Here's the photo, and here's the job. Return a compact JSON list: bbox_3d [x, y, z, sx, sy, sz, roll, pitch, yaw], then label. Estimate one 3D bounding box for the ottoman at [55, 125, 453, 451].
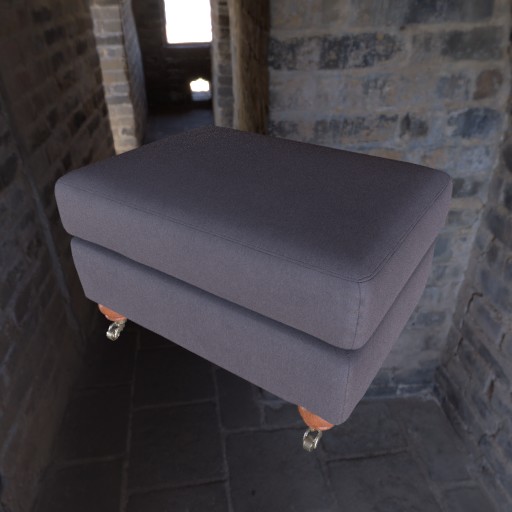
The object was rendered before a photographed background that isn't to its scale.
[{"bbox_3d":[0.000,0.000,1.115,0.773,0.497,0.574,19,36,28],"label":"ottoman"}]
